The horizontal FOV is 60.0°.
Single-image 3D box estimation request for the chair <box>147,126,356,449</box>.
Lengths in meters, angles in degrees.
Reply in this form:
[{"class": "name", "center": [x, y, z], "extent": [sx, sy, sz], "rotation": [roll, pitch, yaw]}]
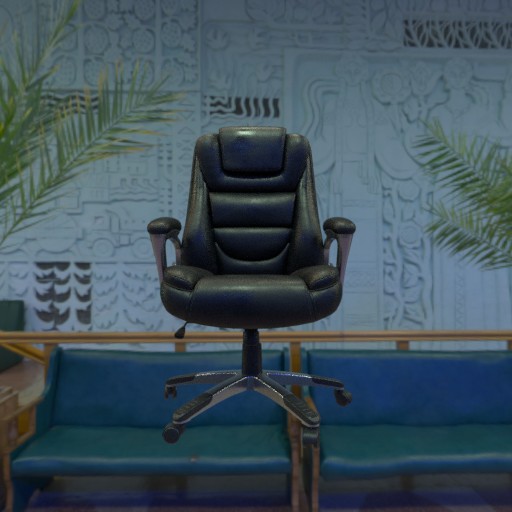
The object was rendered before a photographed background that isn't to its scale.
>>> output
[{"class": "chair", "center": [0.000, 0.000, 1.554], "extent": [0.697, 1.075, 0.689], "rotation": [0, 0, 0]}]
